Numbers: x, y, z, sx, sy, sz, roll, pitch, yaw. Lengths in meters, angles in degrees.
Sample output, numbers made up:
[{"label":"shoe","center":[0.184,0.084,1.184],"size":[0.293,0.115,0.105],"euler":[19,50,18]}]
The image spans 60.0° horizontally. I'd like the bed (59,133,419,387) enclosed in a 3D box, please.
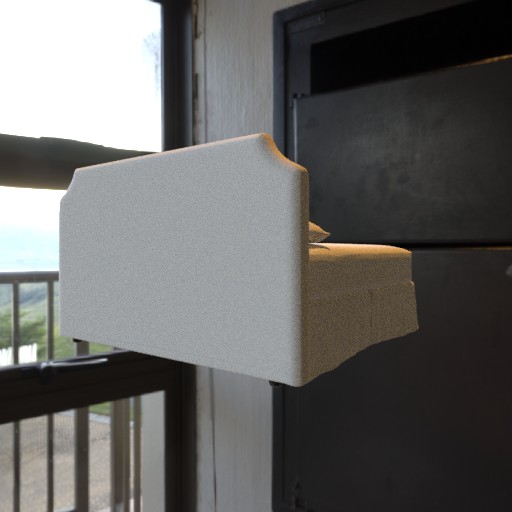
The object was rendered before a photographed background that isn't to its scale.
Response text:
[{"label":"bed","center":[0.000,0.000,3.621],"size":[2.160,1.301,2.204],"euler":[1,1,37]}]
